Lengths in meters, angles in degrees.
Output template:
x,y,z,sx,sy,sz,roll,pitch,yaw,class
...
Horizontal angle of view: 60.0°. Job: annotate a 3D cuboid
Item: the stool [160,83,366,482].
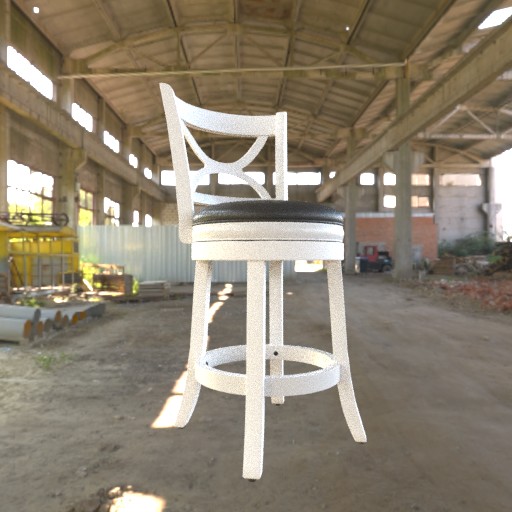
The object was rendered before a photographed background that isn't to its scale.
x,y,z,sx,sy,sz,roll,pitch,yaw,class
0.000,0.000,1.225,0.444,0.953,0.508,0,0,-35,stool
